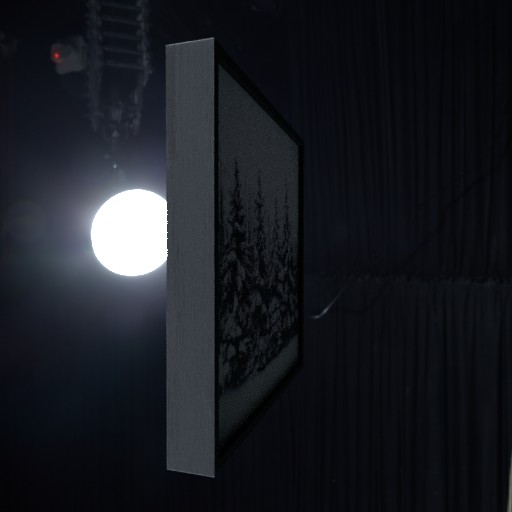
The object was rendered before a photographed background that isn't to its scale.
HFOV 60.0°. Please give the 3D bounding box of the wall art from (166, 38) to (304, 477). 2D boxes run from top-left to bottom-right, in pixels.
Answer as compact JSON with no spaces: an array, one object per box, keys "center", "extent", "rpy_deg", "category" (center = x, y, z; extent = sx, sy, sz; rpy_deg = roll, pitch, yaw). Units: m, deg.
[{"center":[0.000,0.000,0.458],"extent":[0.037,0.305,0.305],"rpy_deg":[0,1,18],"category":"wall art"}]
